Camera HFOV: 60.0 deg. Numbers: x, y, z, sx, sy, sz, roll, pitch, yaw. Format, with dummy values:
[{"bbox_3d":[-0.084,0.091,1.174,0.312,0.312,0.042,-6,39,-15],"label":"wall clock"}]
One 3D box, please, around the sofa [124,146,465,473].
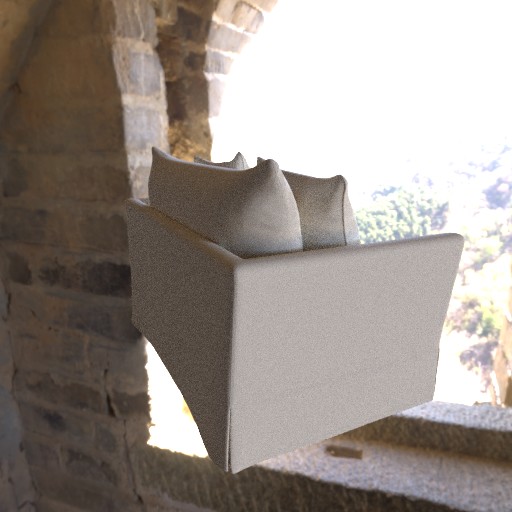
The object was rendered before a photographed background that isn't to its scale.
[{"bbox_3d":[0.000,0.000,2.206,1.026,1.039,1.608,-8,17,-26],"label":"sofa"}]
